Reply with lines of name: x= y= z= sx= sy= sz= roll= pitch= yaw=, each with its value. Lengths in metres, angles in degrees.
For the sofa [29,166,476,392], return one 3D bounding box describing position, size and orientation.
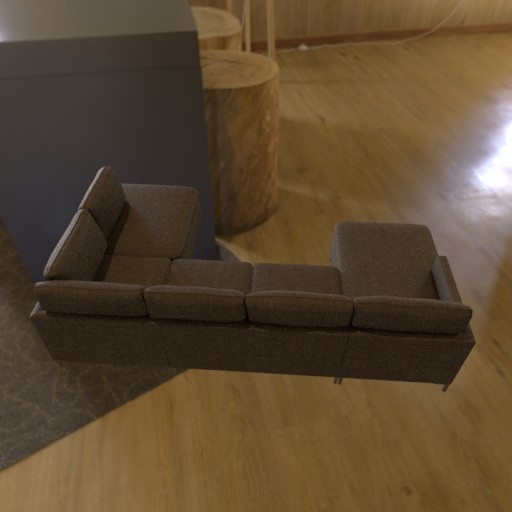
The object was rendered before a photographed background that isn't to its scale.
sofa: x=0.000 y=0.000 z=4.187 sx=3.423 sy=0.999 sz=2.048 roll=3 pitch=44 yaw=3
